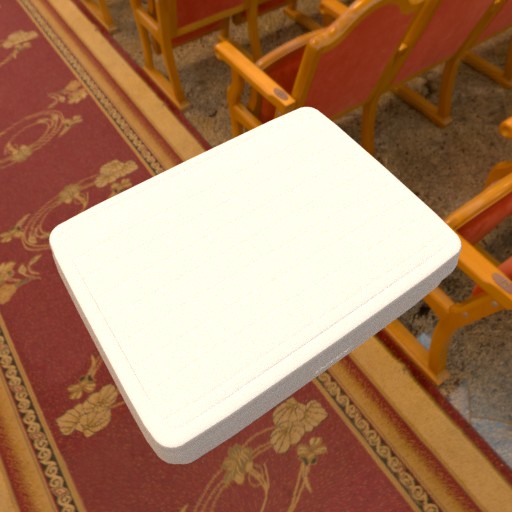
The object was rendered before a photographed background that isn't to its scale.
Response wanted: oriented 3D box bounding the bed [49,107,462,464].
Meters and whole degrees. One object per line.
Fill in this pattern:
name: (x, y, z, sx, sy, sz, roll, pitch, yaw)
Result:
bed: (0.000, 0.000, 2.653, 2.036, 0.460, 1.520, -30, 63, -17)
